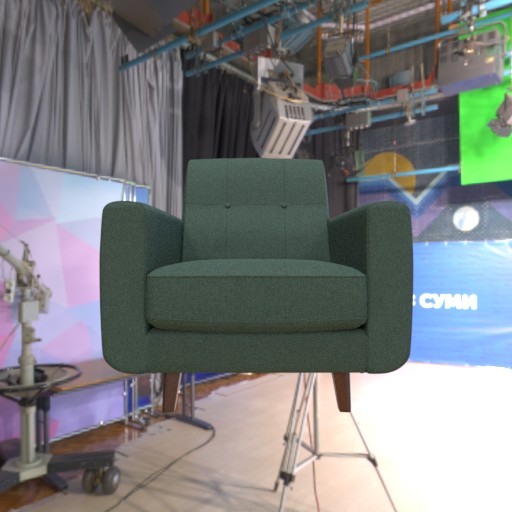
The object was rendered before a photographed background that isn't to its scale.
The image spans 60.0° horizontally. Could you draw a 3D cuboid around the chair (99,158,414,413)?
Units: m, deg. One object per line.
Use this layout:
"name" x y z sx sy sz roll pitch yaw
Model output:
"chair" 0.000 0.000 1.589 0.831 0.841 0.909 0 0 0
